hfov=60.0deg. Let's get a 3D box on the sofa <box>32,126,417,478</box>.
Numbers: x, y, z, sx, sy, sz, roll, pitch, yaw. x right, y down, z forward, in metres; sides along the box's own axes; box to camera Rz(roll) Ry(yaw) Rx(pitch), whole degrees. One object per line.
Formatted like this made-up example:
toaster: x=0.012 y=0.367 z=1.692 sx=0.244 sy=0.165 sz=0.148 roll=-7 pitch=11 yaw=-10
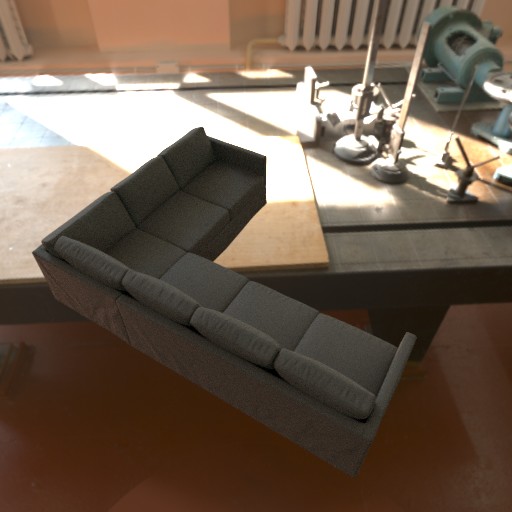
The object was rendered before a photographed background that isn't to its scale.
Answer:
sofa: x=0.000 y=0.000 z=4.207 sx=3.182 sy=0.871 sz=2.432 roll=24 pitch=50 yaw=21
